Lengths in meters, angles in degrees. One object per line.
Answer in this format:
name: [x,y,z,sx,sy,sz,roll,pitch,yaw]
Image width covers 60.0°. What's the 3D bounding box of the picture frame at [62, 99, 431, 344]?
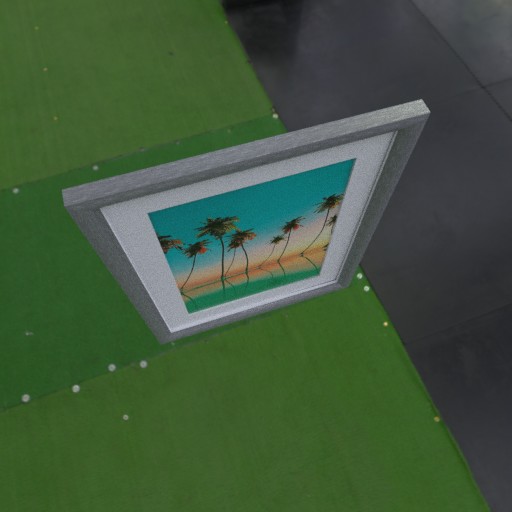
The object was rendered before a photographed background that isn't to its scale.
picture frame: [0.000,0.000,0.777,0.454,0.559,0.029,-16,64,-8]
